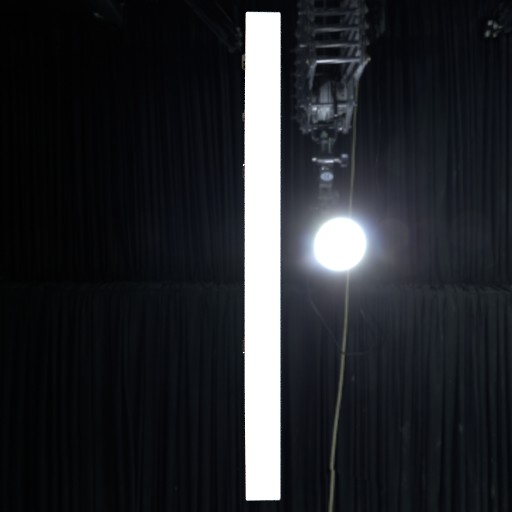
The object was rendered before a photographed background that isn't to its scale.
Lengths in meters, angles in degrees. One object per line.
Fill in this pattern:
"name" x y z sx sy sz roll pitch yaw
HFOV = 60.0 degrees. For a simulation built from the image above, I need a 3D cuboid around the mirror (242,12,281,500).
"mirror" 0.000 0.000 0.665 0.041 0.509 0.406 0 0 -2
